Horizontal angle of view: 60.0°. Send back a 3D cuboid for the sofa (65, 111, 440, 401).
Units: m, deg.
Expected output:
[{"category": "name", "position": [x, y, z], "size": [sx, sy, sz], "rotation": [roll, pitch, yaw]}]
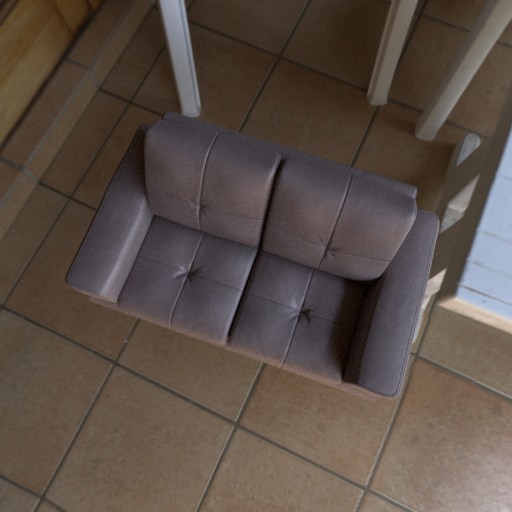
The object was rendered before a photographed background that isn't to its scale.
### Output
[{"category": "sofa", "position": [0.000, 0.000, 2.406], "size": [1.806, 0.907, 1.018], "rotation": [18, 75, 5]}]
